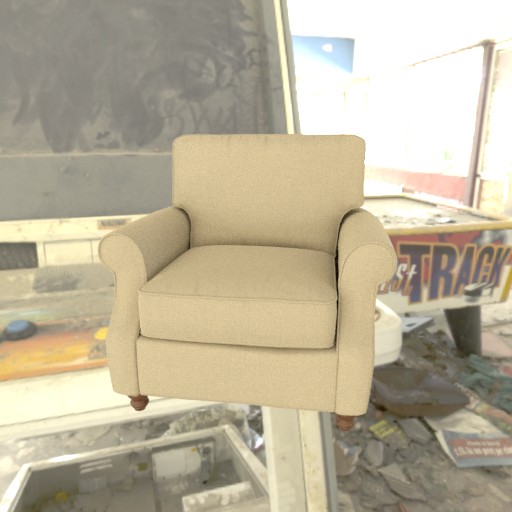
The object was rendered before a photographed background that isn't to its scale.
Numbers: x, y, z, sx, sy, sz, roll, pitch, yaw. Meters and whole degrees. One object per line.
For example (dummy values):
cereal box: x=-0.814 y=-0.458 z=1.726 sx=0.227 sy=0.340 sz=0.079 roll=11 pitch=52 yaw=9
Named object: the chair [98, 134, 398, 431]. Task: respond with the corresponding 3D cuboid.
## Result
chair: x=0.000 y=0.000 z=1.804 sx=1.029 sy=0.967 sz=0.966 roll=2 pitch=15 yaw=9
